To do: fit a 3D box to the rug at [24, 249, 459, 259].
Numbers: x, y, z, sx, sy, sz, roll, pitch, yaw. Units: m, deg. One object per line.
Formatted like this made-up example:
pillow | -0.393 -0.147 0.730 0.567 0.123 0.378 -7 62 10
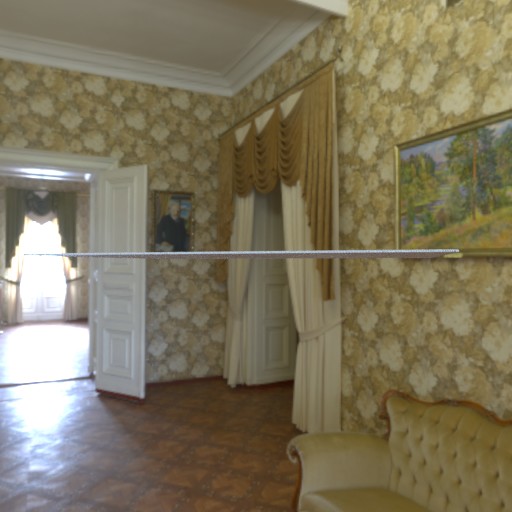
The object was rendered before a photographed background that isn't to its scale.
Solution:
rug | 0.000 0.000 3.688 2.878 0.014 2.005 0 -1 18
